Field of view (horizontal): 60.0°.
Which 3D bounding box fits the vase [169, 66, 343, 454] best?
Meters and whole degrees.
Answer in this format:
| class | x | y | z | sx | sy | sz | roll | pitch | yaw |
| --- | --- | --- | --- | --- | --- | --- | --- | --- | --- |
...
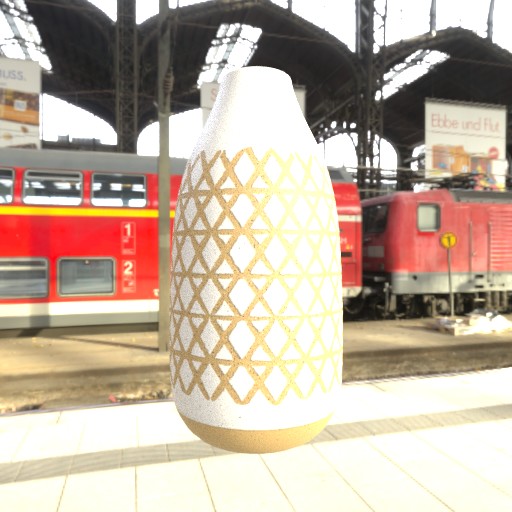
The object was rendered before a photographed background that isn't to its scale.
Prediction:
| class | x | y | z | sx | sy | sz | roll | pitch | yaw |
| --- | --- | --- | --- | --- | --- | --- | --- | --- | --- |
| vase | 0.000 | 0.000 | 0.482 | 0.186 | 0.380 | 0.186 | 0 | 1 | 0 |
